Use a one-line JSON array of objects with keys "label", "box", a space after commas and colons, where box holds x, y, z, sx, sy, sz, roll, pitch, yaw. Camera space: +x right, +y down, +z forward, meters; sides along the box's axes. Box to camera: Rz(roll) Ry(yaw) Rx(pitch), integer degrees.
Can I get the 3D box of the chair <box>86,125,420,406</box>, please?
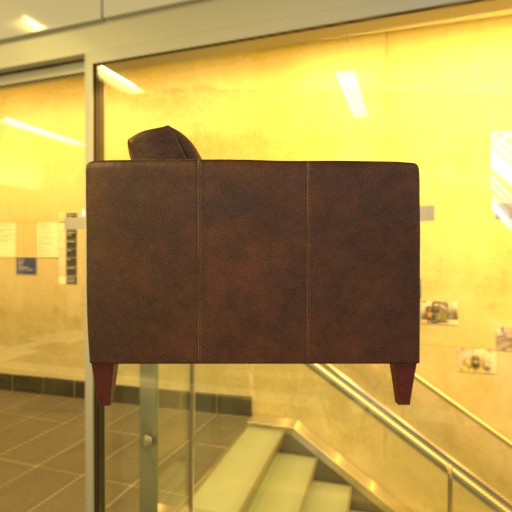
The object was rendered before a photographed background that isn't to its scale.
[{"label": "chair", "box": [0.000, 0.000, 1.744, 0.975, 0.864, 0.990, 0, 0, 0]}]
